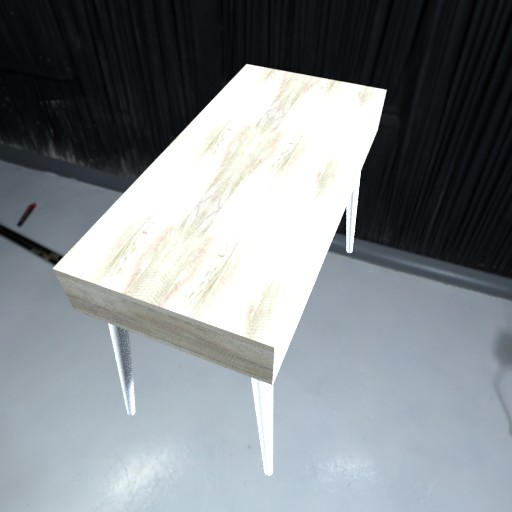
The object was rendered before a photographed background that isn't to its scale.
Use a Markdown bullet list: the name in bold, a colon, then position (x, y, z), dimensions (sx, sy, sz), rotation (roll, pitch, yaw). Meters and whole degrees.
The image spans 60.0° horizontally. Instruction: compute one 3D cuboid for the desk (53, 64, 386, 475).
- **desk**: position (0.000, 0.000, 1.389), dimensions (0.491, 0.723, 0.979), rotation (17, 50, 15)
